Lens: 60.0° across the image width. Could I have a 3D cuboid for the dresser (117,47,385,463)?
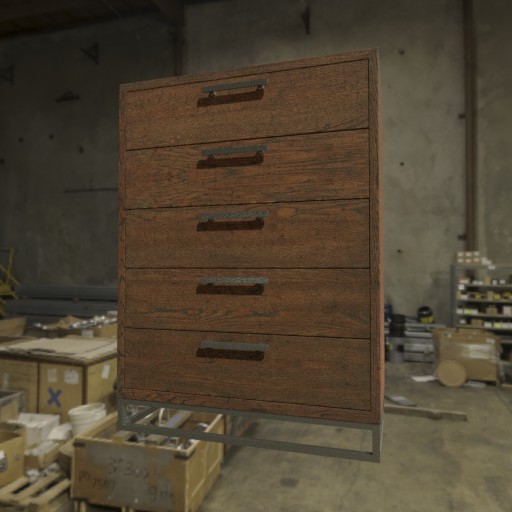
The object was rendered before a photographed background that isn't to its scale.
[{"bbox_3d":[0.000,0.000,1.767,0.965,1.321,0.508,0,-2,18],"label":"dresser"}]
